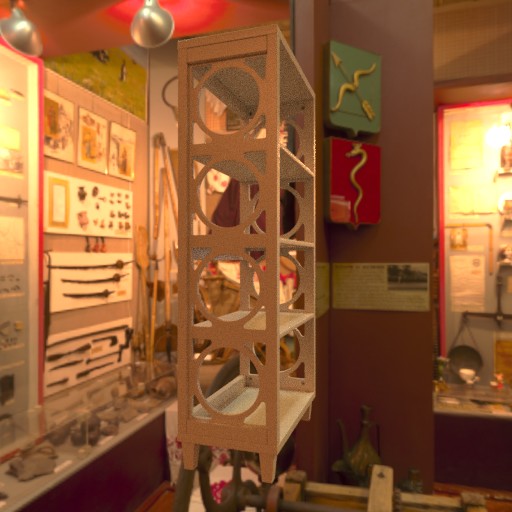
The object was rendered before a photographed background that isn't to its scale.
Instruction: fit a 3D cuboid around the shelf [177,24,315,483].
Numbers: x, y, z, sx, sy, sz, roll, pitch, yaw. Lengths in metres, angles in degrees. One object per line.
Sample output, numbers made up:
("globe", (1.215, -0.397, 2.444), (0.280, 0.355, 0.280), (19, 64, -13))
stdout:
("shelf", (0.000, 0.000, 1.688), (0.340, 1.411, 0.611), (0, 0, 19))
